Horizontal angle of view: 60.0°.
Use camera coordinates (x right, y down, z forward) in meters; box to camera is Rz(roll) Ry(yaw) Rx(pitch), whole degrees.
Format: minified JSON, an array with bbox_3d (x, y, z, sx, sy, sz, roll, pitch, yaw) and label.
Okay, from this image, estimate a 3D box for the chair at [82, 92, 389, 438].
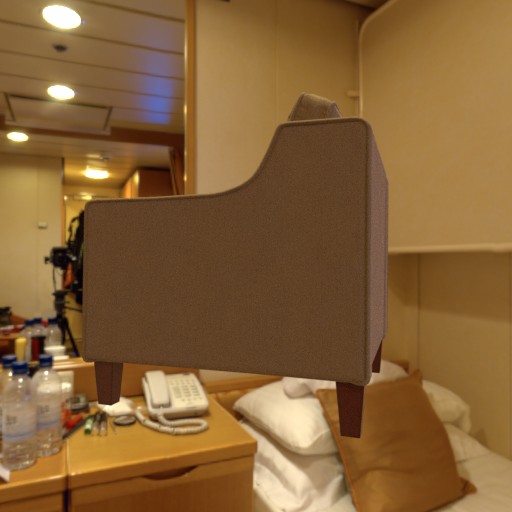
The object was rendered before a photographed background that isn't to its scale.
[{"bbox_3d":[0.000,0.000,1.651,0.909,0.960,0.831,0,-1,20],"label":"chair"}]
